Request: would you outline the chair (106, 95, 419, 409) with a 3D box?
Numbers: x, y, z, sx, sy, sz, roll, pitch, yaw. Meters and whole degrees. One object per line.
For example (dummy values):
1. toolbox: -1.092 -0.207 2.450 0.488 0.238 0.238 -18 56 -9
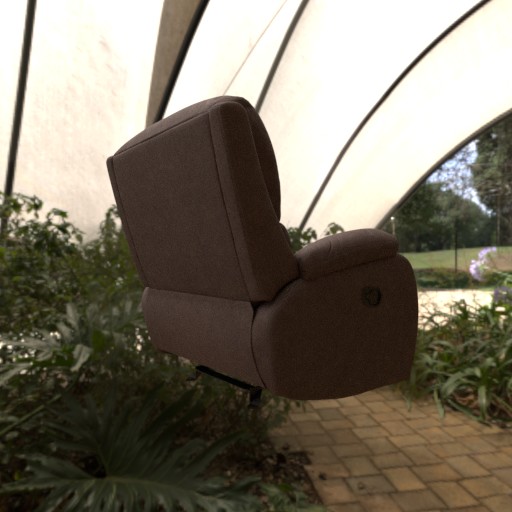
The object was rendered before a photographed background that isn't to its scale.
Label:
1. chair: 0.000 0.000 1.752 0.899 1.011 0.930 0 0 -38
